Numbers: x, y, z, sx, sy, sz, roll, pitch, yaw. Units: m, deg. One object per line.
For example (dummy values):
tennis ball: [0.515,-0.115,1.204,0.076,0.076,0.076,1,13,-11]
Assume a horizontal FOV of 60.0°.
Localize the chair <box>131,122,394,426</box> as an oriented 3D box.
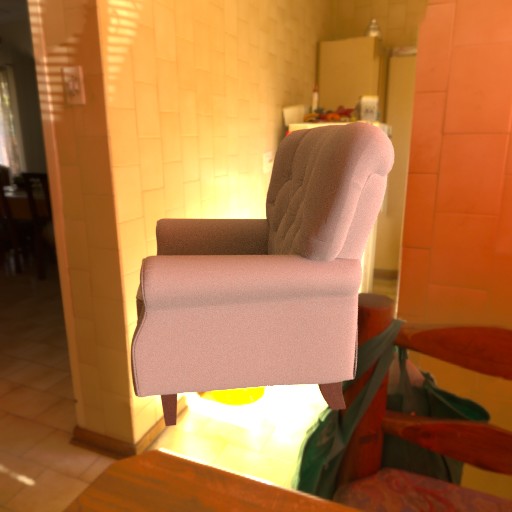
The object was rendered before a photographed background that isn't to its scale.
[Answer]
chair: [0.000,0.000,2.129,1.128,1.217,1.090,-2,15,-8]
